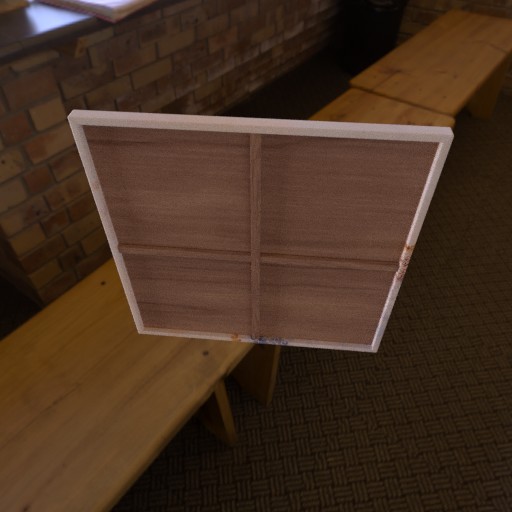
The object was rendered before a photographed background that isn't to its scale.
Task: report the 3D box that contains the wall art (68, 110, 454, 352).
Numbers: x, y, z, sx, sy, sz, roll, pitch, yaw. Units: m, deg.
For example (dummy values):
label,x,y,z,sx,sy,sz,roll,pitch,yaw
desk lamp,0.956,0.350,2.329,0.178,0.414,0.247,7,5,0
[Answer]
label,x,y,z,sx,sy,sz,roll,pitch,yaw
wall art,0.000,0.000,1.344,0.889,0.889,0.038,4,46,4
